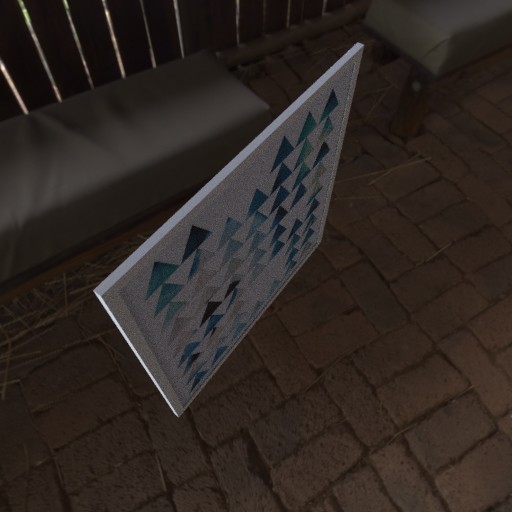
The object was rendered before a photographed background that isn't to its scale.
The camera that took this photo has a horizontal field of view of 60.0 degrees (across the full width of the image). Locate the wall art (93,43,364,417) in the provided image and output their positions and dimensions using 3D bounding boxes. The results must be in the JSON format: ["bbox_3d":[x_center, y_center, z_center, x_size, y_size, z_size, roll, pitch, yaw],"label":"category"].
[{"bbox_3d":[0.000,0.000,0.821,0.012,0.557,0.557,32,63,19],"label":"wall art"}]
